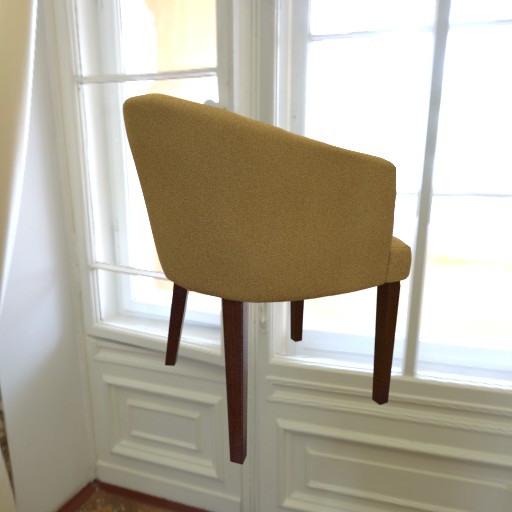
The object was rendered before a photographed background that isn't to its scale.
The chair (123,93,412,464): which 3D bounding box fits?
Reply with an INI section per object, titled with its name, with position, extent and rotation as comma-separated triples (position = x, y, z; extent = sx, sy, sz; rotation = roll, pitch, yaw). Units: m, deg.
[chair]
position = 0.000, 0.000, 1.226
extent = 0.655, 0.811, 0.583
rotation = -7, 16, -26
